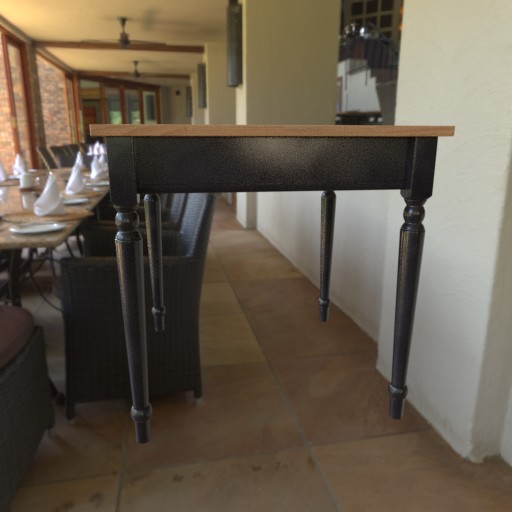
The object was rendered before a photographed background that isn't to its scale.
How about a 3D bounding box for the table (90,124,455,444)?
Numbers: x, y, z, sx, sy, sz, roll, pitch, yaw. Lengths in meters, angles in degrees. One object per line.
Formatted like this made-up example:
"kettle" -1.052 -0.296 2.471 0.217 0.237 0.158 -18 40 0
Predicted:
"table" 0.000 0.000 1.341 0.747 0.738 0.747 -2 15 -8
